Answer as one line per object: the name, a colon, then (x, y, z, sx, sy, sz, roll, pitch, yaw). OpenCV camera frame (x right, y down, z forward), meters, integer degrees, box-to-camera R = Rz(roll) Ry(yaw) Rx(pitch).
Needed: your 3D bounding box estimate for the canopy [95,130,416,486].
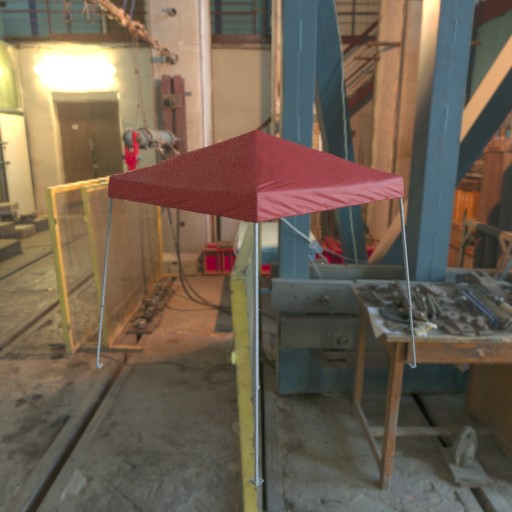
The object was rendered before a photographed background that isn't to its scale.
canopy: (0.000, 0.000, 6.581, 3.599, 3.600, 3.600, 14, 20, 43)
